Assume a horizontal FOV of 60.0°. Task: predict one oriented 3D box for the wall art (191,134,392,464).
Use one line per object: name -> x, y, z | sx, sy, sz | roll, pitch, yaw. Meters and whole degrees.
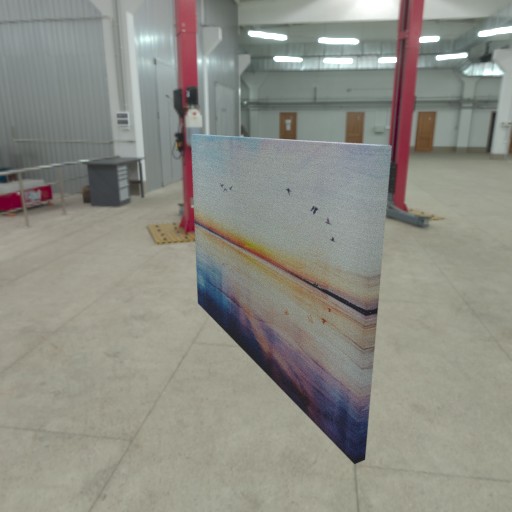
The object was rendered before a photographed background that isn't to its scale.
wall art -> 0.000, 0.000, 0.780 | 0.018, 0.402, 0.604 | -8, 18, -25
